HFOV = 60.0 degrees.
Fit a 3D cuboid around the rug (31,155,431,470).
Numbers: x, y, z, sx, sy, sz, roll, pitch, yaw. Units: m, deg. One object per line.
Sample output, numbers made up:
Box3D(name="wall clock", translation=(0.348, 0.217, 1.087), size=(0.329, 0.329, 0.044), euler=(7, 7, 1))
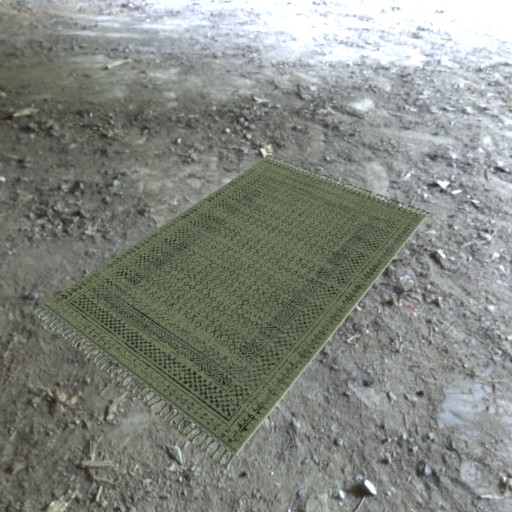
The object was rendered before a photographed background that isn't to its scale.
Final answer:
Box3D(name="rug", translation=(0.000, 0.000, 3.041), size=(1.548, 0.013, 2.486), euler=(26, 47, 27))
